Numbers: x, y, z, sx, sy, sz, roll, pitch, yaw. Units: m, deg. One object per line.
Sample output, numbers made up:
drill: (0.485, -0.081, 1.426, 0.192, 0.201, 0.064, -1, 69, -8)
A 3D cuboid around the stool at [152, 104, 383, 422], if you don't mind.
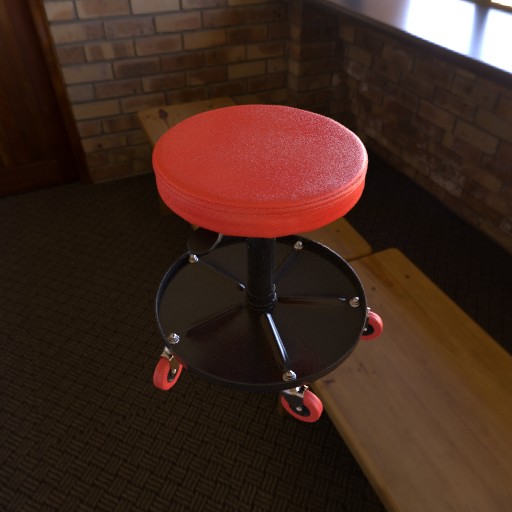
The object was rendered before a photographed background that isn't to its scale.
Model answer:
stool: (0.000, 0.000, 0.677, 0.381, 0.365, 0.382, 24, 46, 25)
